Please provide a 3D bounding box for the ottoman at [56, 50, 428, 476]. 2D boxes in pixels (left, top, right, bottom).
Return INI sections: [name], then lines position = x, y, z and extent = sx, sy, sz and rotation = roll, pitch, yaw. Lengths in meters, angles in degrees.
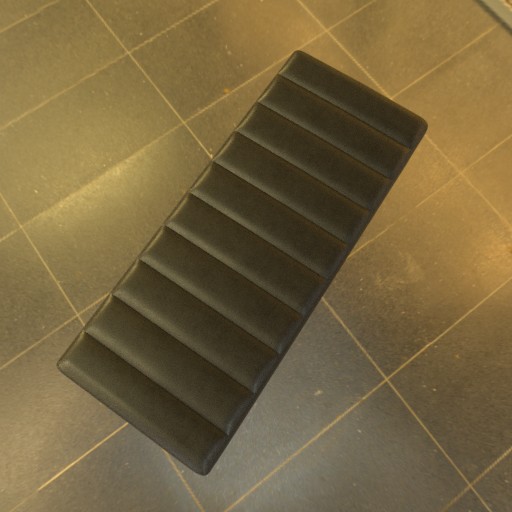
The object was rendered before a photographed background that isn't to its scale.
[ottoman]
position = 0.000, 0.000, 1.399
extent = 0.482, 0.469, 1.151
rotation = 33, 78, 8
